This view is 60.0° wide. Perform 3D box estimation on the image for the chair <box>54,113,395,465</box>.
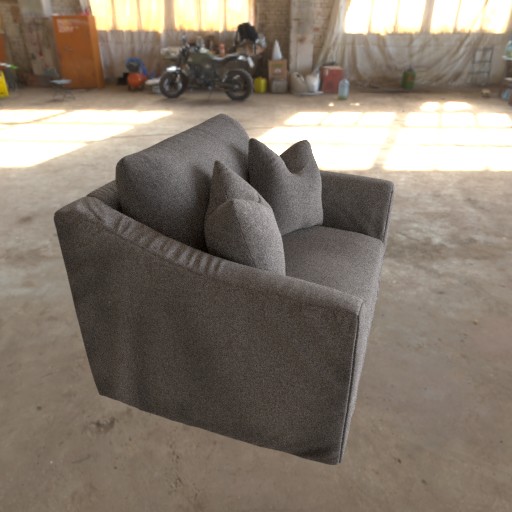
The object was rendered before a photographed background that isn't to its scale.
[{"bbox_3d":[0.000,0.000,1.985,1.071,1.059,1.194,10,31,17],"label":"chair"}]
